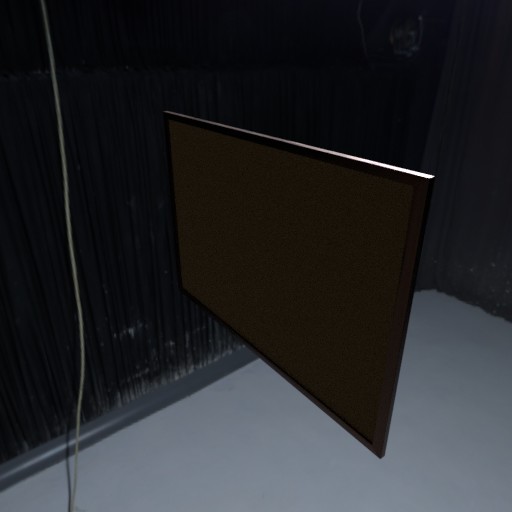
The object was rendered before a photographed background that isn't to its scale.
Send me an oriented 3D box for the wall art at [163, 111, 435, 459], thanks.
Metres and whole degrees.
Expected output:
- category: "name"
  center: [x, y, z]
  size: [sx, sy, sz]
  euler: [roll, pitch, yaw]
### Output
- category: "wall art"
  center: [0.000, 0.000, 1.035]
  size: [0.014, 0.559, 0.816]
  euler: [-18, 31, -33]
